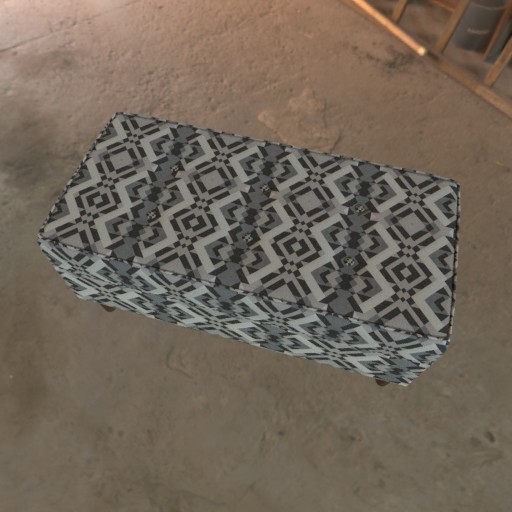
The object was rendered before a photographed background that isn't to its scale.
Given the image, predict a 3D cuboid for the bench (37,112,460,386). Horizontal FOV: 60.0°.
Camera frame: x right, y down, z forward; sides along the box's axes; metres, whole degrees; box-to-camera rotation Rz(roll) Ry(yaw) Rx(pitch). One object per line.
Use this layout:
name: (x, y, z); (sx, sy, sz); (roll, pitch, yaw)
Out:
bench: (0.000, 0.000, 1.320); (1.016, 0.477, 0.492); (14, 60, 8)
